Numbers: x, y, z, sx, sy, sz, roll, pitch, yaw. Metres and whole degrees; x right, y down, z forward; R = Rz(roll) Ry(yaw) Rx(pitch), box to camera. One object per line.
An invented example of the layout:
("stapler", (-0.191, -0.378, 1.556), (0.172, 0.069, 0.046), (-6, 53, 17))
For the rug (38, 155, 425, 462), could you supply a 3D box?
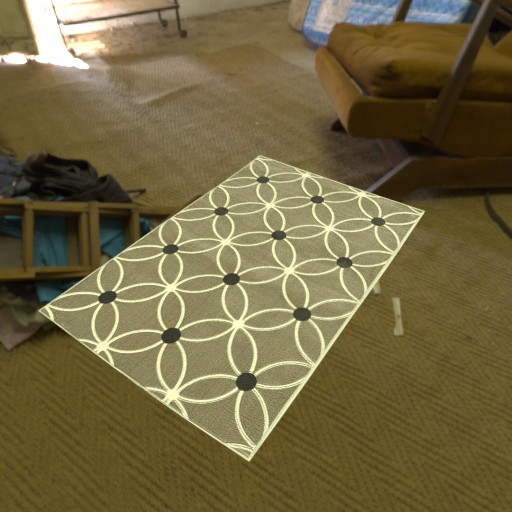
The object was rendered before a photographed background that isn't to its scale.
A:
("rug", (0.000, 0.000, 2.948), (1.522, 0.008, 2.284), (25, 47, 26))
